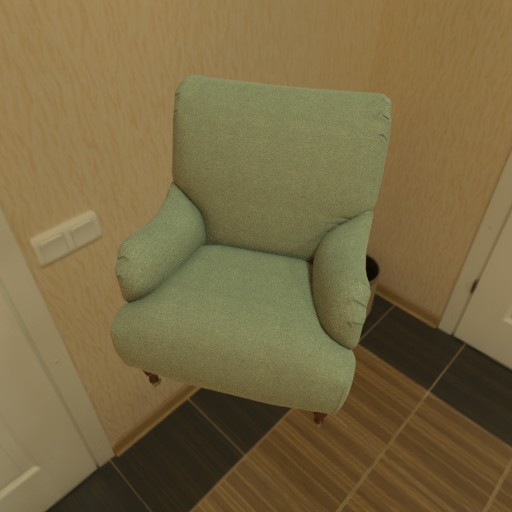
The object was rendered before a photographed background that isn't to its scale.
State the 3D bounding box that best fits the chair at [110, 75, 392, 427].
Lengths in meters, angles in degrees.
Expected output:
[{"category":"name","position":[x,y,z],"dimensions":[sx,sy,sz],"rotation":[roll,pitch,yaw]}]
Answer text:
[{"category":"chair","position":[0.000,0.000,1.925],"dimensions":[0.964,1.178,1.060],"rotation":[10,42,11]}]
